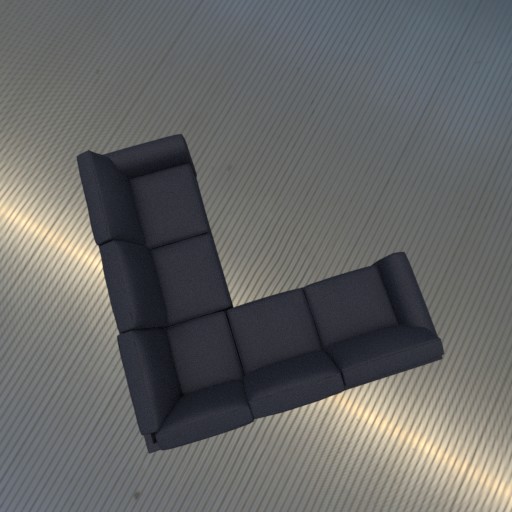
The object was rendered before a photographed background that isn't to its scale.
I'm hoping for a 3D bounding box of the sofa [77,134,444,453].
[{"bbox_3d":[0.000,0.000,3.937,2.487,1.042,2.562,-17,79,-3],"label":"sofa"}]
